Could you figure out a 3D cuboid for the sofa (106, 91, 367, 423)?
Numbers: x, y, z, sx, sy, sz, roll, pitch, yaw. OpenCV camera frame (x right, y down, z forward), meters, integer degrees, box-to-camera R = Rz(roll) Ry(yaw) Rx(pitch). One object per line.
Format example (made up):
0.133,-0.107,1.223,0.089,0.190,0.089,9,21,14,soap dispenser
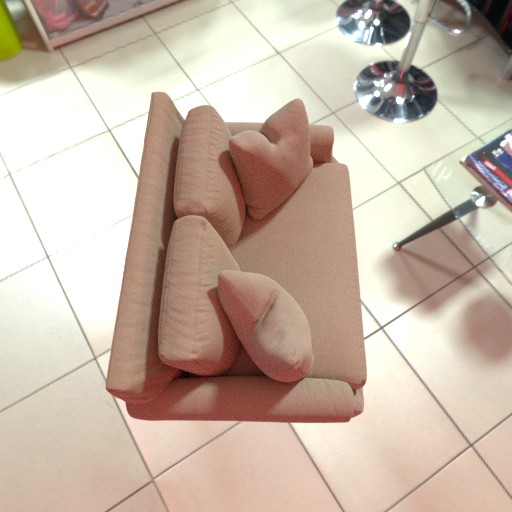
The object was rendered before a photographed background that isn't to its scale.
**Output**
0.000,0.000,2.187,1.070,0.905,1.550,1,65,0,sofa
